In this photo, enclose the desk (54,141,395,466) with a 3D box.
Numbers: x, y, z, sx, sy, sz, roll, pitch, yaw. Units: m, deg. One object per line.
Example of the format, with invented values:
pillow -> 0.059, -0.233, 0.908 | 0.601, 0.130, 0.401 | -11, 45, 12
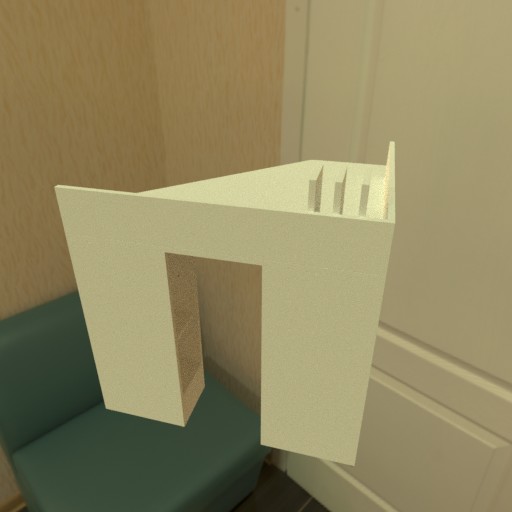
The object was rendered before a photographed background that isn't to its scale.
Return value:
desk -> 0.000, 0.000, 1.755 | 0.940, 0.986, 0.940 | 8, 30, 13
